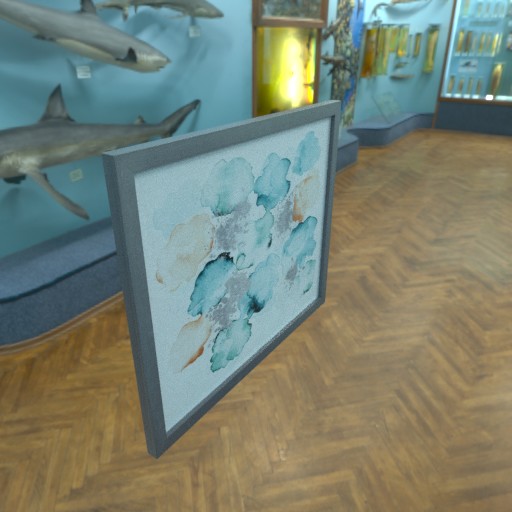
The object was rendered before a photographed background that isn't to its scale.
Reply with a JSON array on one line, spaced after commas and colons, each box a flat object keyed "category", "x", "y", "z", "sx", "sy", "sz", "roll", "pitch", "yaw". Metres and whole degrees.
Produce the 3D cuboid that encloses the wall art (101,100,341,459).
[{"category": "wall art", "x": 0.000, "y": 0.000, "z": 0.934, "sx": 0.026, "sy": 0.558, "sz": 0.660, "roll": 18, "pitch": 31, "yaw": 31}]
